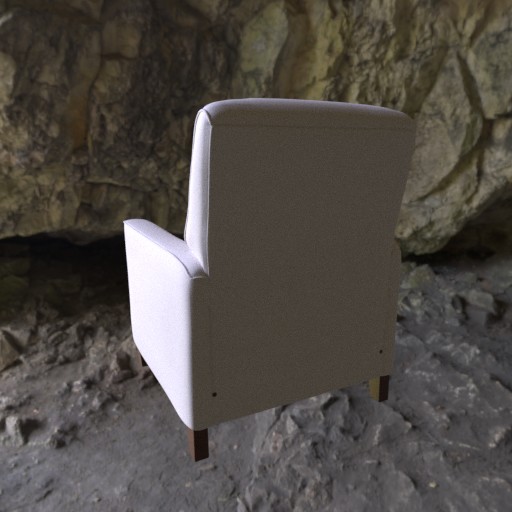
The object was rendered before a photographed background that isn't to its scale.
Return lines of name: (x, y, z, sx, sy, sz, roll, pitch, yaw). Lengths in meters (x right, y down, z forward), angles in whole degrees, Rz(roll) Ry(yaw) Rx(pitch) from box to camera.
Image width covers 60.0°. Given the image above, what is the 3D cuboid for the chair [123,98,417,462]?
chair: (0.000, 0.000, 1.647, 0.841, 1.028, 0.858, -7, 15, -26)
